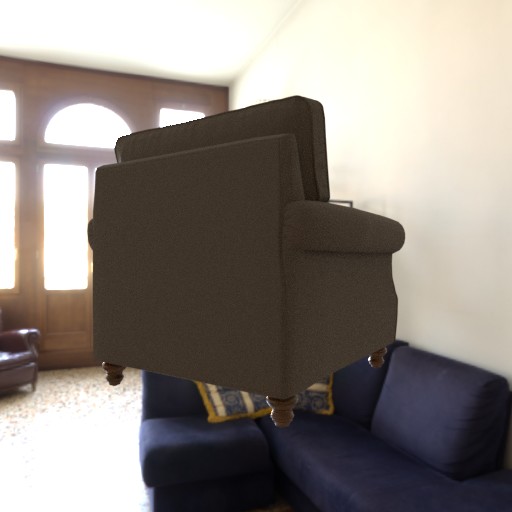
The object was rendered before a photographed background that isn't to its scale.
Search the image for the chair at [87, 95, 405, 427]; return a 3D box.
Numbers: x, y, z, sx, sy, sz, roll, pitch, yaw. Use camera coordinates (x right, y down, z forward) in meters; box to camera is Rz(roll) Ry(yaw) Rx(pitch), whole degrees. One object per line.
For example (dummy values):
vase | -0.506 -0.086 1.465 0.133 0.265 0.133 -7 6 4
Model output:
chair | 0.000 0.000 1.790 1.029 0.967 0.966 0 0 34
